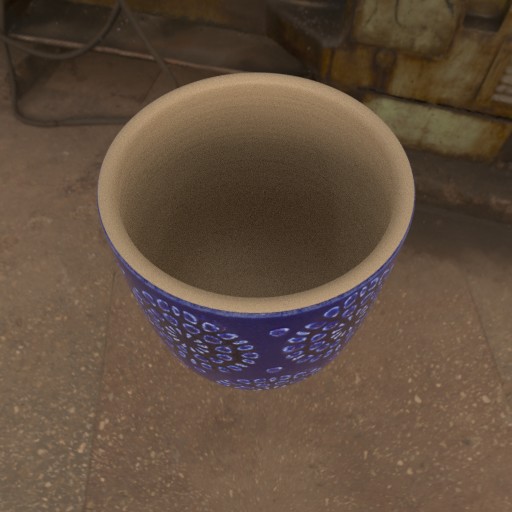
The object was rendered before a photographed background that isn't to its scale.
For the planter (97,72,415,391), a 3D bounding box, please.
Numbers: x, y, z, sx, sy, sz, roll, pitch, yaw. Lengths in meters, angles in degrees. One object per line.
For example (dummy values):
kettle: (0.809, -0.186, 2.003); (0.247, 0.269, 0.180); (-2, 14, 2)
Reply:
planter: (0.000, 0.000, 0.198); (0.109, 0.112, 0.109); (0, 58, 0)
